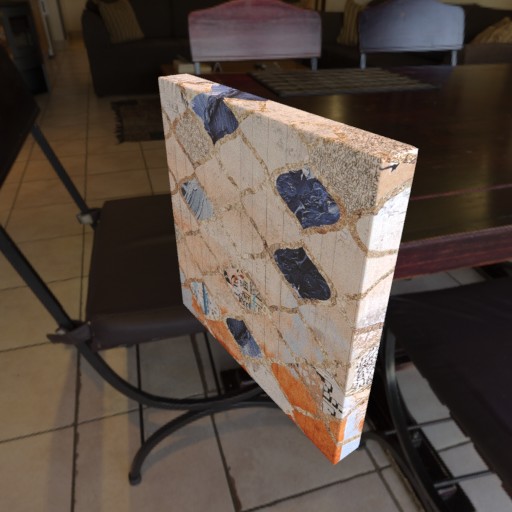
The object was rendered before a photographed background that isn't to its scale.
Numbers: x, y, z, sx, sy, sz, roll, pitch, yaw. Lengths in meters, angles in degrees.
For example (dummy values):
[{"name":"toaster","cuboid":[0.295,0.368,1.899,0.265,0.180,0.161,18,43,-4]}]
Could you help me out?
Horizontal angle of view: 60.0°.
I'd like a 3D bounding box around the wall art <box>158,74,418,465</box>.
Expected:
[{"name":"wall art","cuboid":[0.000,0.000,0.452,0.036,0.304,0.303,-21,38,-30]}]
